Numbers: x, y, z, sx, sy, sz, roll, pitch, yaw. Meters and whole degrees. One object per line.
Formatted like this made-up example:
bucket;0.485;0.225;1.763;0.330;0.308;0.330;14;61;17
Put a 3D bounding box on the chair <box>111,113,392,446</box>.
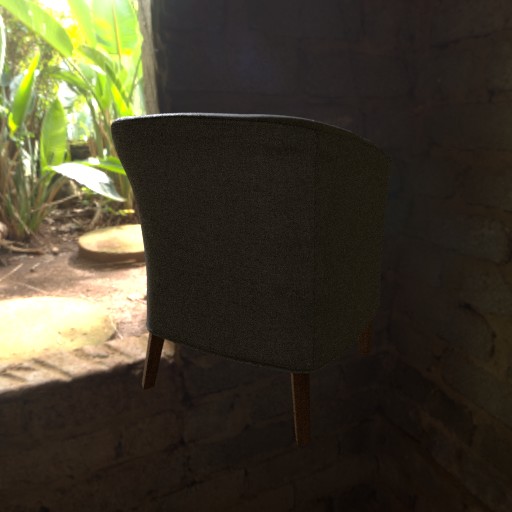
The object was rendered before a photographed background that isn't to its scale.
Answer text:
chair;0.000;0.000;1.279;0.600;0.771;0.668;9;19;28
